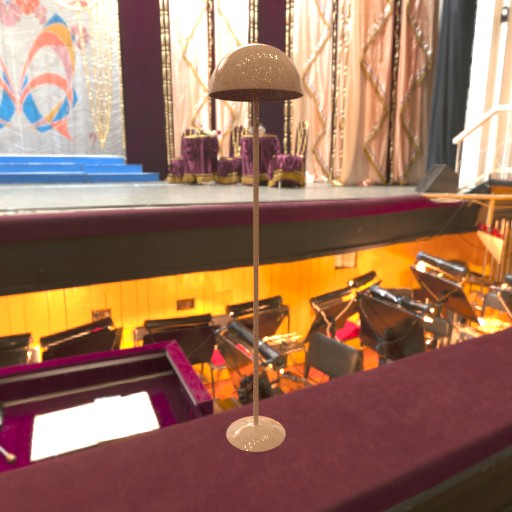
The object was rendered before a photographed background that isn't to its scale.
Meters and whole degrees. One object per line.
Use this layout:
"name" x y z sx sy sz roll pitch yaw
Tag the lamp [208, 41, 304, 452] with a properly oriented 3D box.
"lamp" 0.000 0.000 1.653 0.328 1.480 0.328 -6 14 -26
